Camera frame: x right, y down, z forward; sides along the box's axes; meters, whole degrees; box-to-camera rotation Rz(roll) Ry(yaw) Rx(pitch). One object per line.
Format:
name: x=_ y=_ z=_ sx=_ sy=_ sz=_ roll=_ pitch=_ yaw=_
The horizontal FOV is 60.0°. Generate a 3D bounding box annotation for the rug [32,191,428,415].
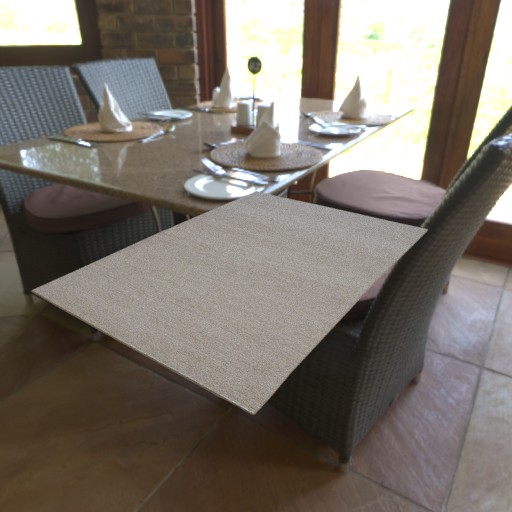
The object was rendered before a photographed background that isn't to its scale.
rug: x=0.000 y=0.000 z=3.766 sx=2.032 sy=0.038 sz=2.869 roll=18 pitch=32 yaw=32
